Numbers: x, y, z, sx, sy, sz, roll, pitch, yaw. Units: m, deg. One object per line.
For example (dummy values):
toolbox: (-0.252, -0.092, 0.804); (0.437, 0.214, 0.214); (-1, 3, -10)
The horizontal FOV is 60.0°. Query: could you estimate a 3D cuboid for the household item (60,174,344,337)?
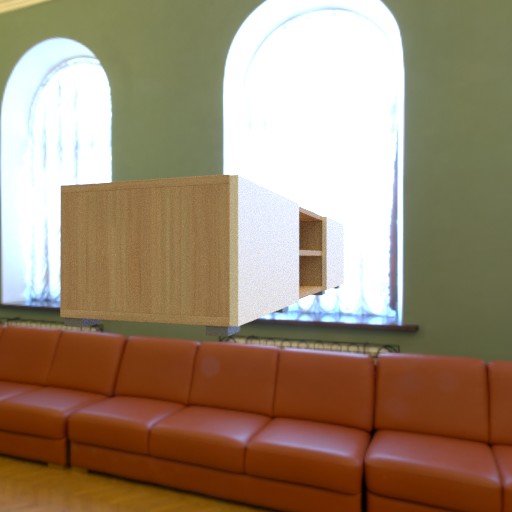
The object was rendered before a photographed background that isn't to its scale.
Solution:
household item: (0.000, 0.000, 1.565); (0.420, 0.310, 1.400); (0, 0, 19)
